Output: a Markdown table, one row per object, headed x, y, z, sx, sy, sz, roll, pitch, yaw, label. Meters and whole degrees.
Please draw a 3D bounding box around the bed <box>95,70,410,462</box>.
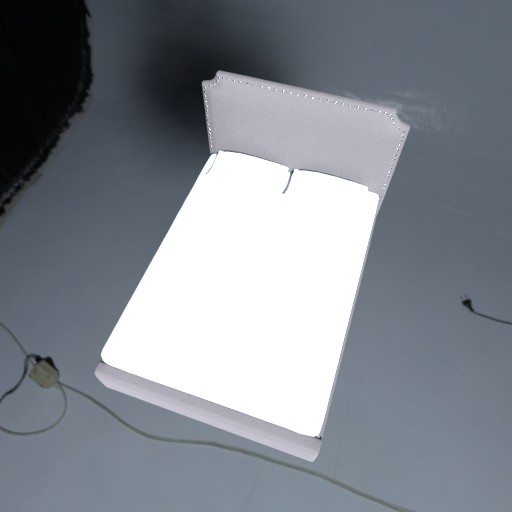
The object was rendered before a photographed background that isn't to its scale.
| x | y | z | sx | sy | sz | roll | pitch | yaw | label |
| --- | --- | --- | --- | --- | --- | --- | --- | --- | --- |
| 0.000 | 0.000 | 3.443 | 1.713 | 1.443 | 2.372 | 16 | 58 | 10 | bed |
